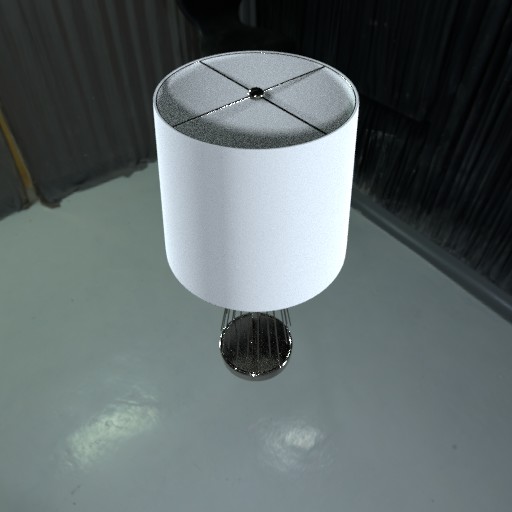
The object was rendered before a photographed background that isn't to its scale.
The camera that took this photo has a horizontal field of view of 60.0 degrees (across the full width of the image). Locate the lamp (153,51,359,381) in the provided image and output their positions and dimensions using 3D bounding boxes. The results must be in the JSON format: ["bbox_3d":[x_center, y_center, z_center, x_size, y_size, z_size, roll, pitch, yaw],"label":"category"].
[{"bbox_3d":[0.000,0.000,0.784,0.303,0.618,0.303,0,47,0],"label":"lamp"}]
